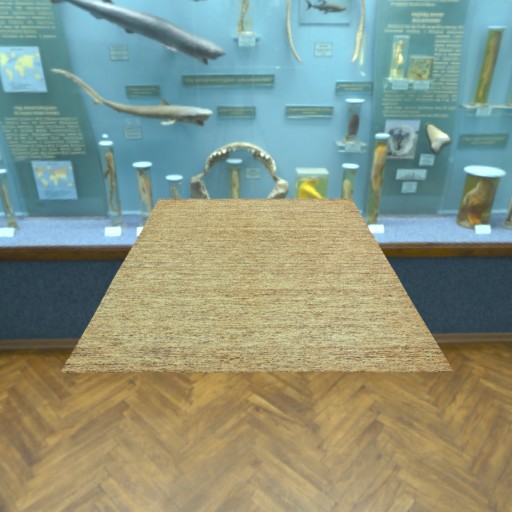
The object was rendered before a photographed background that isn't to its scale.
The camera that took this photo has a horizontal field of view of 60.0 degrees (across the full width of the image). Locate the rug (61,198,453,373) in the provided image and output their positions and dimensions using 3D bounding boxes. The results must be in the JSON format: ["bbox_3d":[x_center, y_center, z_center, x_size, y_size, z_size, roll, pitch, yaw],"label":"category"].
[{"bbox_3d":[0.000,0.000,4.175,2.438,0.012,3.200,0,27,0],"label":"rug"}]
